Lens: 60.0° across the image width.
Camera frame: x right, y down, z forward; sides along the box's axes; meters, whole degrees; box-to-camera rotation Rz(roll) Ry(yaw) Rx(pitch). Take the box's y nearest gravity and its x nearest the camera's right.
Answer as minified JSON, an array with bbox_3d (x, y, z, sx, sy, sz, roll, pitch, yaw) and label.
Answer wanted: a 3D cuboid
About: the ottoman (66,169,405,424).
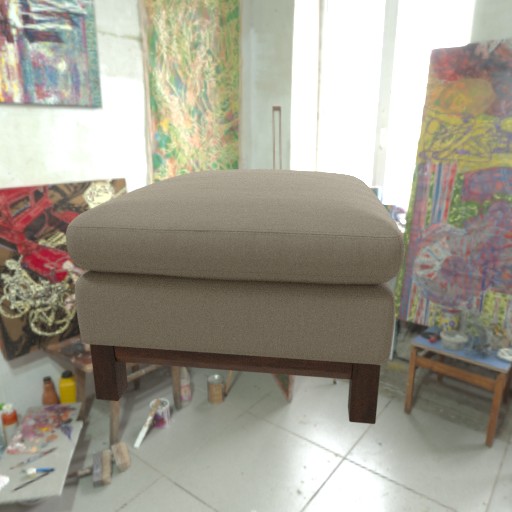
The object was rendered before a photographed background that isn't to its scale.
[{"bbox_3d":[0.000,0.000,1.133,0.606,0.420,0.771,2,16,8],"label":"ottoman"}]
